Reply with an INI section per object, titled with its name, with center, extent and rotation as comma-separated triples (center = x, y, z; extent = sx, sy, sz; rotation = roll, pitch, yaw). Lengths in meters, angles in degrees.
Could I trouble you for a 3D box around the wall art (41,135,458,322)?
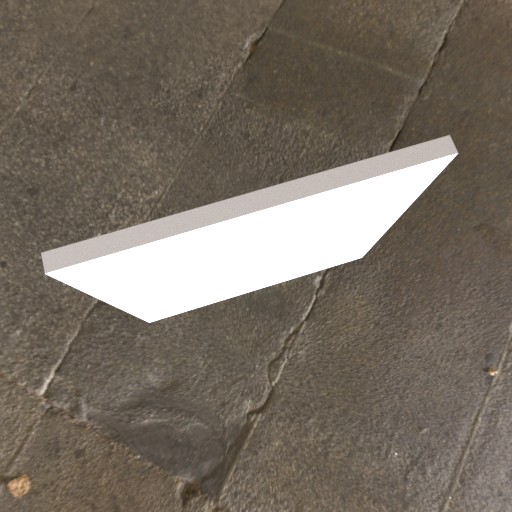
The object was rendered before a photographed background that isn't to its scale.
[wall art]
center = 0.000, 0.000, 0.847
extent = 0.559, 0.559, 0.028
rotation = -17, 76, -4
